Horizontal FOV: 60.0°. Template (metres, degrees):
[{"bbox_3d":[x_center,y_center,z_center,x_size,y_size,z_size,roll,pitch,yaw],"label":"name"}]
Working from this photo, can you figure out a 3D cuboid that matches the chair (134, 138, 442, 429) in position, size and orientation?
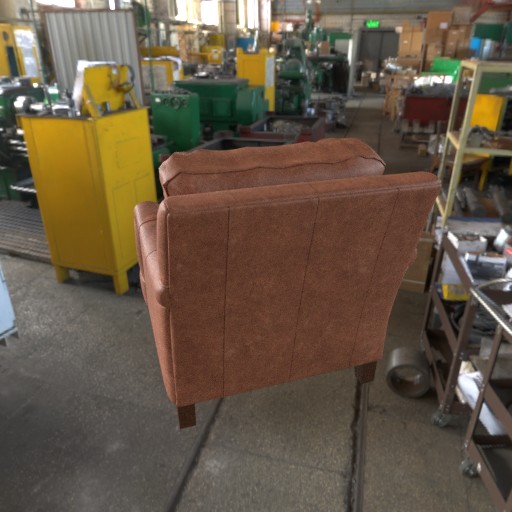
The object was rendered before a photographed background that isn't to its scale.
[{"bbox_3d":[0.000,0.000,1.965,0.986,1.055,1.158,-8,27,-17],"label":"chair"}]
